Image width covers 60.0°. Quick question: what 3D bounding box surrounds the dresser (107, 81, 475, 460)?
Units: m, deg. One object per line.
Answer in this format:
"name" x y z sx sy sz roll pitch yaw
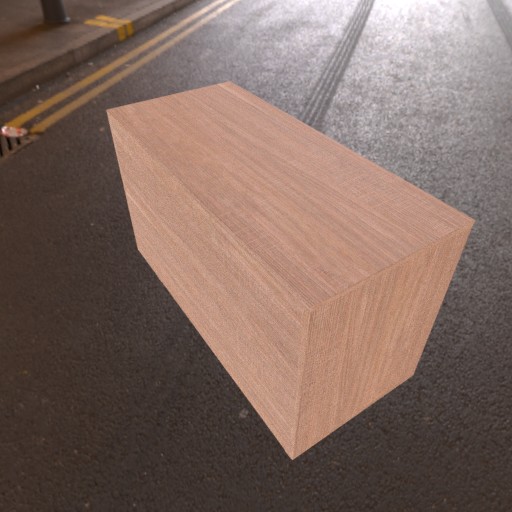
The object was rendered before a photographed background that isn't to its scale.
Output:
"dresser" 0.000 0.000 1.543 0.500 0.780 1.110 -24 46 -25
